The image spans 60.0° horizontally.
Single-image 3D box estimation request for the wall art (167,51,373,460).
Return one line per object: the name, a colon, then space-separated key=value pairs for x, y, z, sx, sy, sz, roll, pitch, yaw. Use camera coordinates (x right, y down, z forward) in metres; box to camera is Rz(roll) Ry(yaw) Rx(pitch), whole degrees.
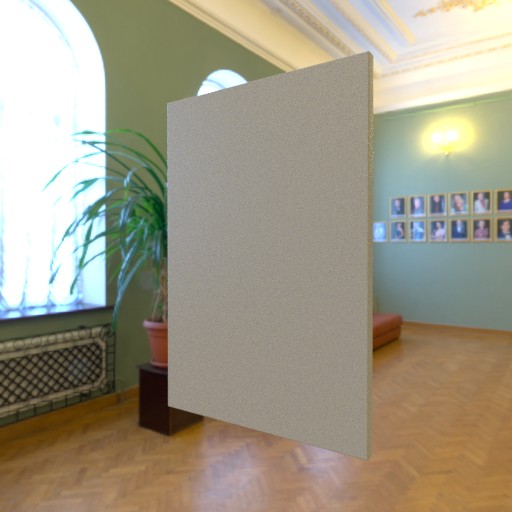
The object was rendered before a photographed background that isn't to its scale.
wall art: x=0.000 y=0.000 z=1.043 sx=0.556 sy=0.813 sz=0.026 roll=0 pitch=1 yaw=34
